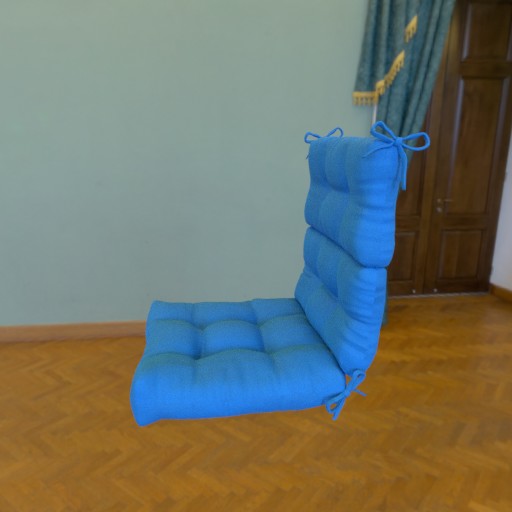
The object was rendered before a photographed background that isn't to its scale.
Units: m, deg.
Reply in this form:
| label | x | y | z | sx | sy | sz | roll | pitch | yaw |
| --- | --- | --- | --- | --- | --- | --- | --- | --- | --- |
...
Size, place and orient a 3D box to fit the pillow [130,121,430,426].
| label | x | y | z | sx | sy | sz | roll | pitch | yaw |
| --- | --- | --- | --- | --- | --- | --- | --- | --- | --- |
| pillow | 0.000 | 0.000 | 1.057 | 0.571 | 0.605 | 0.519 | -2 | 15 | -8 |
